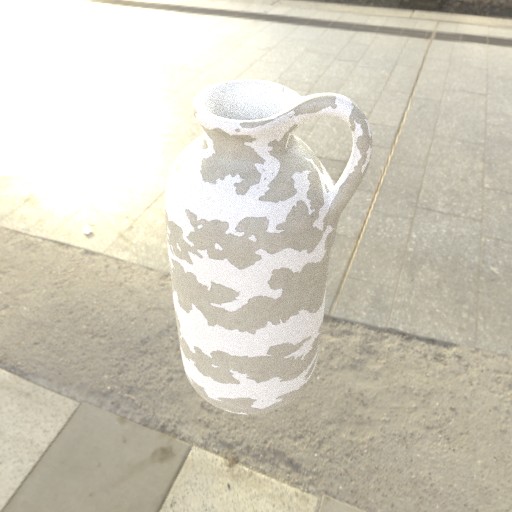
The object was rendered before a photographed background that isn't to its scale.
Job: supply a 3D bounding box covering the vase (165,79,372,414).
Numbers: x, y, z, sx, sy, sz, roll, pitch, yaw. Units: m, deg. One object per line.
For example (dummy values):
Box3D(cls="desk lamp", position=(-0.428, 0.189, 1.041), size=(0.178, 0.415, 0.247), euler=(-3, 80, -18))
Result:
Box3D(cls="vase", position=(0.000, 0.000, 0.490), size=(0.203, 0.382, 0.186), euler=(14, 44, 14))
